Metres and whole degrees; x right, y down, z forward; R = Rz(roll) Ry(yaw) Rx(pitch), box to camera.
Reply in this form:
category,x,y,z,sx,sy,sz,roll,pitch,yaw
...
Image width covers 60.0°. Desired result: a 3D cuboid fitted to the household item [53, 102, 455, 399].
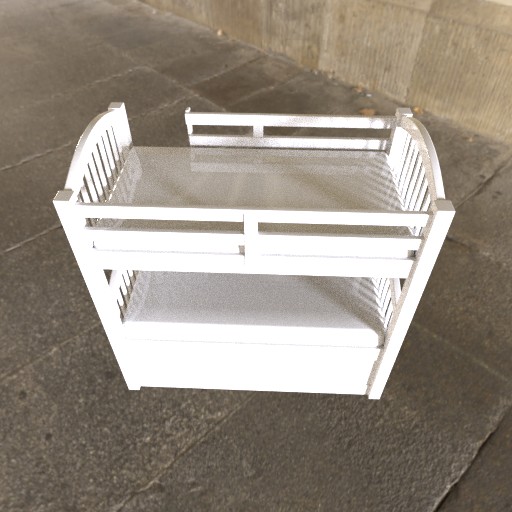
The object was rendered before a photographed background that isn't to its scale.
category,x,y,z,sx,sy,sz,roll,pitch,yaw
household item,0.000,0.000,3.285,2.032,2.032,1.143,2,45,2
